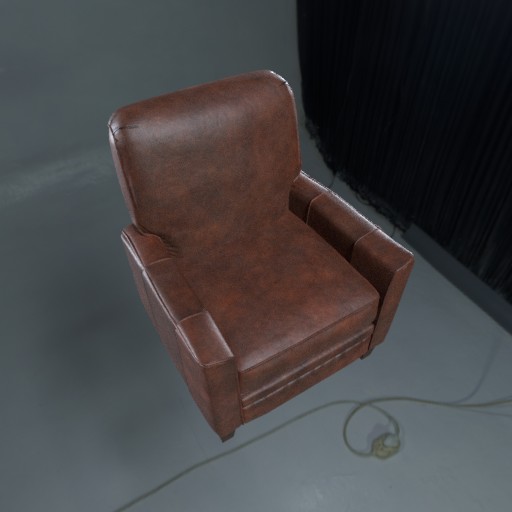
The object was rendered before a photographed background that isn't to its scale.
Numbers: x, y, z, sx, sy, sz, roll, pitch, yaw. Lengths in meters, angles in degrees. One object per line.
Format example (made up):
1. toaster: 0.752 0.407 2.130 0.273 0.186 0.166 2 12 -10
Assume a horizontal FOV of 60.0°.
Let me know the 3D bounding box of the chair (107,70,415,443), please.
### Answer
1. chair: 0.000 0.000 1.696 0.843 1.043 0.836 -24 51 -21
